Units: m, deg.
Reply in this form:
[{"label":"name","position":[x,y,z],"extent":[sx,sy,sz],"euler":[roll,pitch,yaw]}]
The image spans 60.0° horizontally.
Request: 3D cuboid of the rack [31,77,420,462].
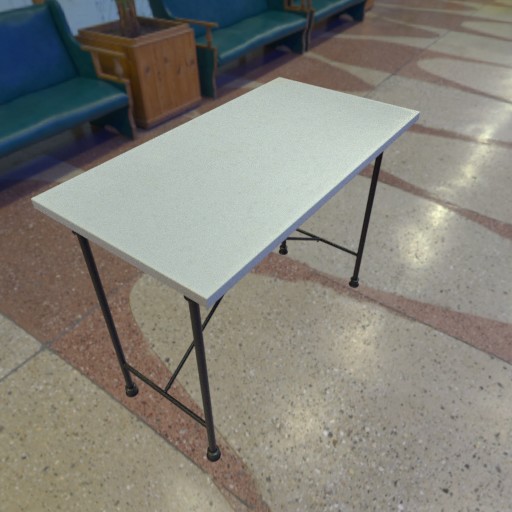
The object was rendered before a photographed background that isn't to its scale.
[{"label":"rack","position":[0.000,0.000,1.662],"extent":[0.613,0.880,1.159],"euler":[26,47,27]}]
